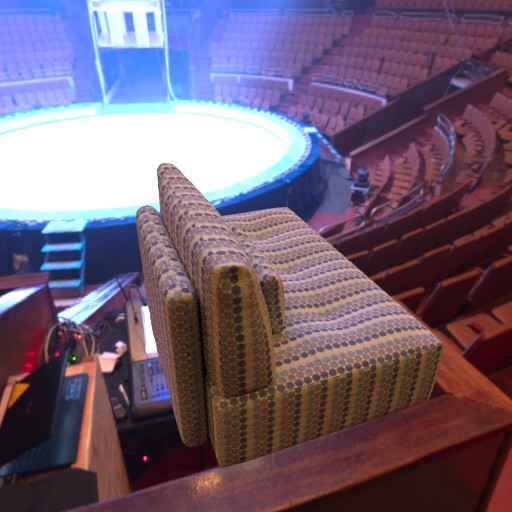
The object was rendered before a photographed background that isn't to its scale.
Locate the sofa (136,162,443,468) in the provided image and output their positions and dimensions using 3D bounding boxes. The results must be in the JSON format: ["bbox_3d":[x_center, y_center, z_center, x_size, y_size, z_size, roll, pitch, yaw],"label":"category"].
[{"bbox_3d":[0.000,0.000,2.036,1.000,0.820,1.450,-10,30,-18],"label":"sofa"}]
